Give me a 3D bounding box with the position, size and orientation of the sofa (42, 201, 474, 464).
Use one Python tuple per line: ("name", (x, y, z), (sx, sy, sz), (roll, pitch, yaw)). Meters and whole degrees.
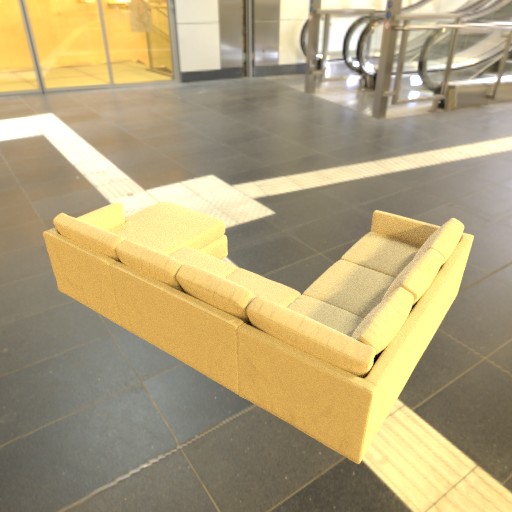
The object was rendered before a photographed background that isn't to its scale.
("sofa", (0.000, 0.000, 4.429), (3.460, 0.882, 2.427), (21, 37, 30))
